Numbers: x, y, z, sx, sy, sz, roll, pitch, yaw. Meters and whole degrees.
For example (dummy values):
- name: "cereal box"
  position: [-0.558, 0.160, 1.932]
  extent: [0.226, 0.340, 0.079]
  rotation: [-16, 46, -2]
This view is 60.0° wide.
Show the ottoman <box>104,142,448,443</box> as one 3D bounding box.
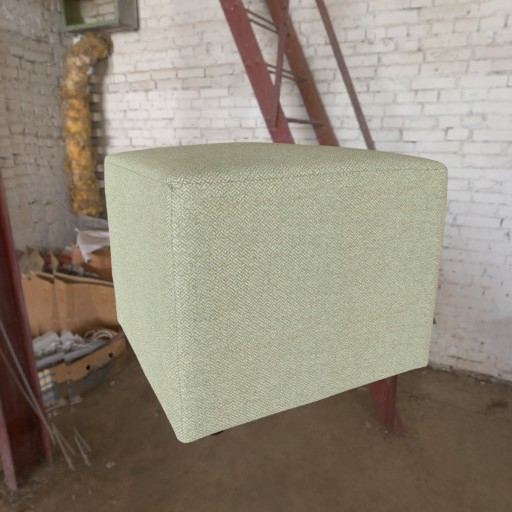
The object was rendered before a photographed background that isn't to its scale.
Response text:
- name: "ottoman"
  position: [0.000, 0.000, 0.921]
  extent: [0.512, 0.453, 0.521]
  rotation: [-8, 18, -26]
